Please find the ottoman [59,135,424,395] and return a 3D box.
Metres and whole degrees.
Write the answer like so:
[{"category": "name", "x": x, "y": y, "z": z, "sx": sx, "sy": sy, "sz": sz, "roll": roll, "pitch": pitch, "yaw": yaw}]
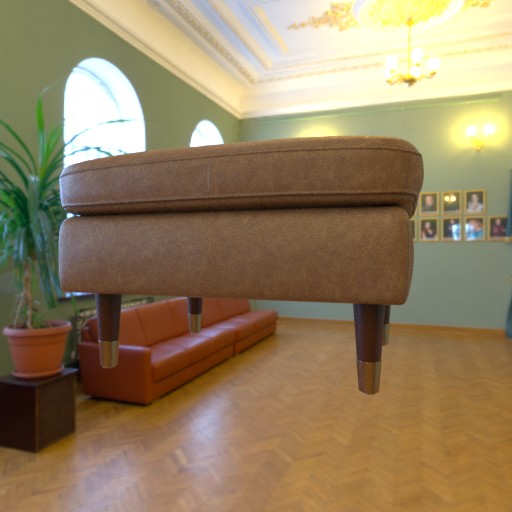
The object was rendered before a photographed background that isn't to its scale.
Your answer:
[{"category": "ottoman", "x": 0.000, "y": 0.000, "z": 1.075, "sx": 0.747, "sy": 0.478, "sz": 0.593, "roll": 0, "pitch": 1, "yaw": 19}]
